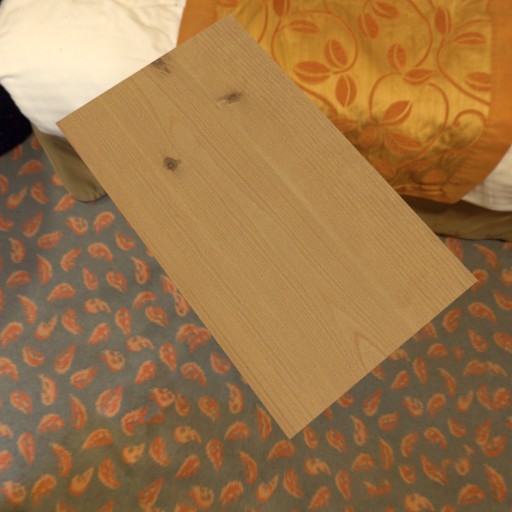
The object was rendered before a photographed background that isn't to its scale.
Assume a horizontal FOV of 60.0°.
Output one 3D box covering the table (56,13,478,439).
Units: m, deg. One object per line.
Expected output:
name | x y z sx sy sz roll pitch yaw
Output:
table | 0.000 0.000 0.999 0.351 0.673 0.597 -37 78 -9
